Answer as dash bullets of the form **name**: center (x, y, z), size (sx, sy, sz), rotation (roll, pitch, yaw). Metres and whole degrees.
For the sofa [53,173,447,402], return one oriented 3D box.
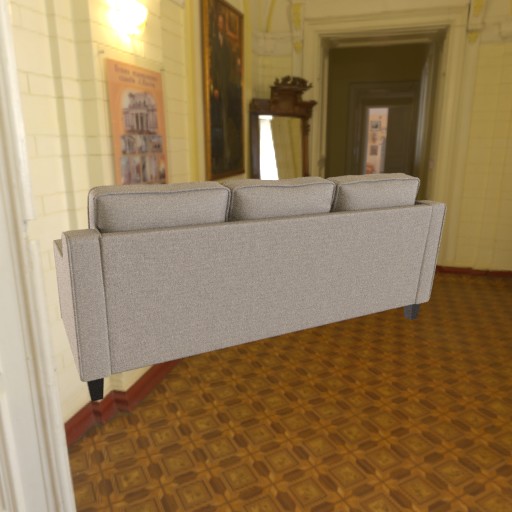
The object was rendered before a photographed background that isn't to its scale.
- **sofa**: center (0.000, 0.000, 2.629), size (2.129, 0.950, 0.899), rotation (-8, 16, -27)
